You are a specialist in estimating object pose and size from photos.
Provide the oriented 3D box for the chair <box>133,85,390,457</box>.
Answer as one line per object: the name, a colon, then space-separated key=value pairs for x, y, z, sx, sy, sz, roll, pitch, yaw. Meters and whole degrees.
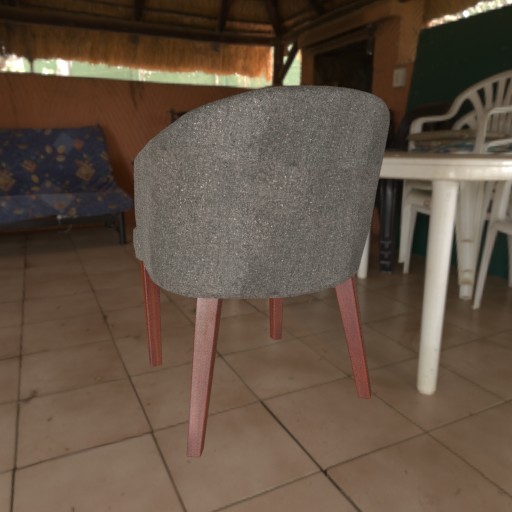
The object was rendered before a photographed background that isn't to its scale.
chair: x=0.000 y=0.000 z=1.209 sx=0.583 sy=0.811 sz=0.655 roll=-7 pitch=16 yaw=-26
